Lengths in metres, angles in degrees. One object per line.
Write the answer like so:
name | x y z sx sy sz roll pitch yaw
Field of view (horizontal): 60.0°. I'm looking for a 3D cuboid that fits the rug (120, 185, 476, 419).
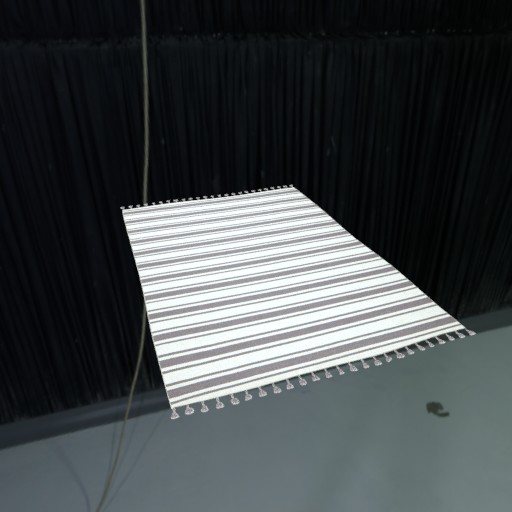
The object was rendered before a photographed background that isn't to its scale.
rug | 0.000 0.000 3.858 2.030 0.017 3.040 -10 31 -17
